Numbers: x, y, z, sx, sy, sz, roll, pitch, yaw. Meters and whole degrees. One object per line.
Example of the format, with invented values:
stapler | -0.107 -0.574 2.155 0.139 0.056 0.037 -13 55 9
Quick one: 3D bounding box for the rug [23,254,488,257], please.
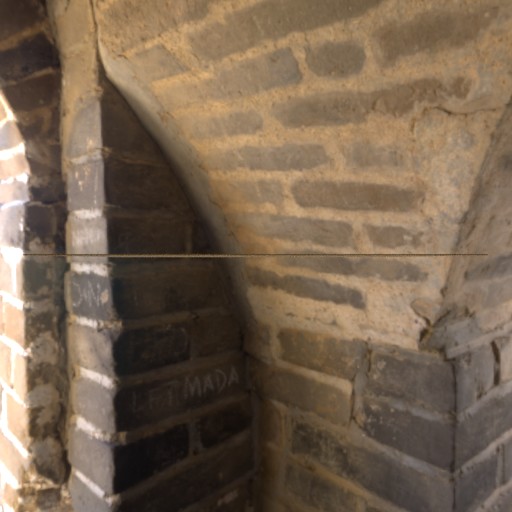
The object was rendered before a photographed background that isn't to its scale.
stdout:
rug | 0.000 0.000 2.940 2.286 0.006 1.524 0 0 1
